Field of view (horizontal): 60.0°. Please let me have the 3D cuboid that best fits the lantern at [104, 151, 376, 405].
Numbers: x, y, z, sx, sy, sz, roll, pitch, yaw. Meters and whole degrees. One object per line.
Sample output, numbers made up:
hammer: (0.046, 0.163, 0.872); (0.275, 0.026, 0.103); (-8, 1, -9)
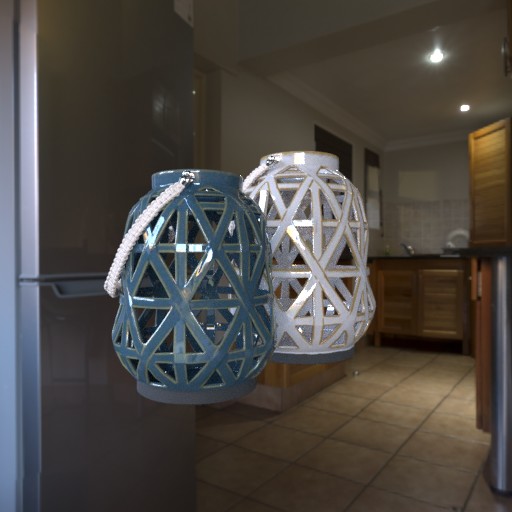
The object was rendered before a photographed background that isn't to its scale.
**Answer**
lantern: (0.000, 0.000, 0.632); (0.245, 0.307, 0.439); (0, 1, 37)
